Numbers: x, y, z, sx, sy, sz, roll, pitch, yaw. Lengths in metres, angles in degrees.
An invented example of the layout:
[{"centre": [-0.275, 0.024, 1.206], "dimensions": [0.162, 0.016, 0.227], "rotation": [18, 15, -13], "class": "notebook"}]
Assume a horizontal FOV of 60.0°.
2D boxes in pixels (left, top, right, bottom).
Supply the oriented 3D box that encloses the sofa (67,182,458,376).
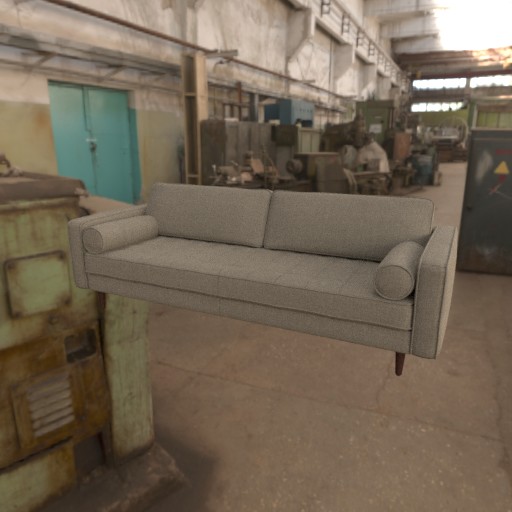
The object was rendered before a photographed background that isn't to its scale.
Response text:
[{"centre": [0.000, 0.000, 2.703], "dimensions": [2.211, 0.762, 0.914], "rotation": [7, 17, 25], "class": "sofa"}]
